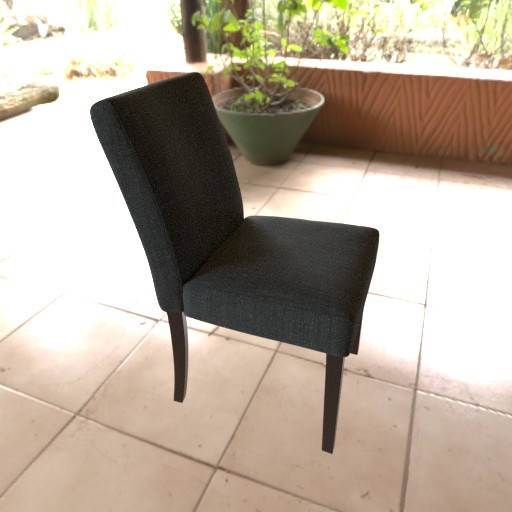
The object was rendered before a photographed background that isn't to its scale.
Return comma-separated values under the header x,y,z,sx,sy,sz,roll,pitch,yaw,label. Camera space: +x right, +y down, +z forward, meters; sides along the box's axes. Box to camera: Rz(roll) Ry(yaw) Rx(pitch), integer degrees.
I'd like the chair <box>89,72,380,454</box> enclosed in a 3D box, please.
x,y,z,sx,sy,sz,roll,pitch,yaw,label
0.000,0.000,1.240,0.629,0.884,0.487,11,32,18,chair
